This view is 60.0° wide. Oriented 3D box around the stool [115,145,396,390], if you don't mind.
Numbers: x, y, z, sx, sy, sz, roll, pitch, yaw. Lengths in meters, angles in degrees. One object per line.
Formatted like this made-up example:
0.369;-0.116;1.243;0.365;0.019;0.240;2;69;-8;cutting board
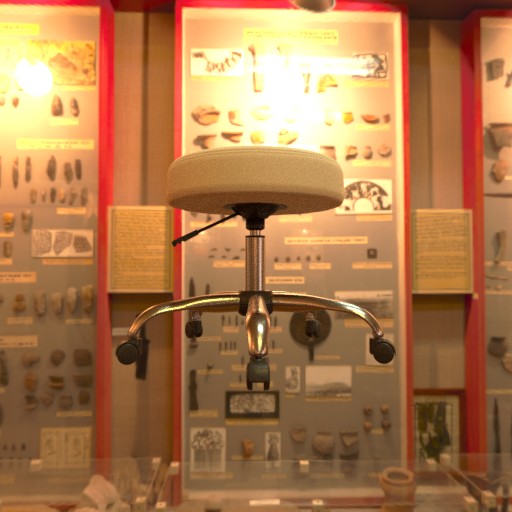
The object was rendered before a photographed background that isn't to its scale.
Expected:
0.000;0.000;1.067;0.634;0.482;0.614;0;-1;-1;stool
